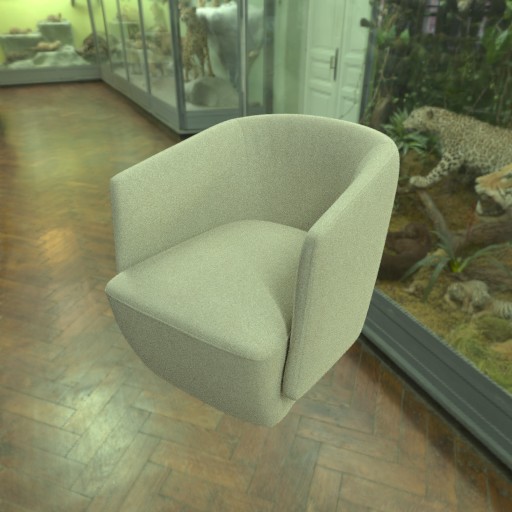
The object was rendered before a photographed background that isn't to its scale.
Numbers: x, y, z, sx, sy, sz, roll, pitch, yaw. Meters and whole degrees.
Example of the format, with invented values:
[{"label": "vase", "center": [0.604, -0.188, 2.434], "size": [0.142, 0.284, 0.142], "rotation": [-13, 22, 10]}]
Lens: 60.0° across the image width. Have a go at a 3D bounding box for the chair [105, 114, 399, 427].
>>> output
[{"label": "chair", "center": [0.000, 0.000, 1.665], "size": [0.822, 0.861, 0.986], "rotation": [18, 34, 29]}]
